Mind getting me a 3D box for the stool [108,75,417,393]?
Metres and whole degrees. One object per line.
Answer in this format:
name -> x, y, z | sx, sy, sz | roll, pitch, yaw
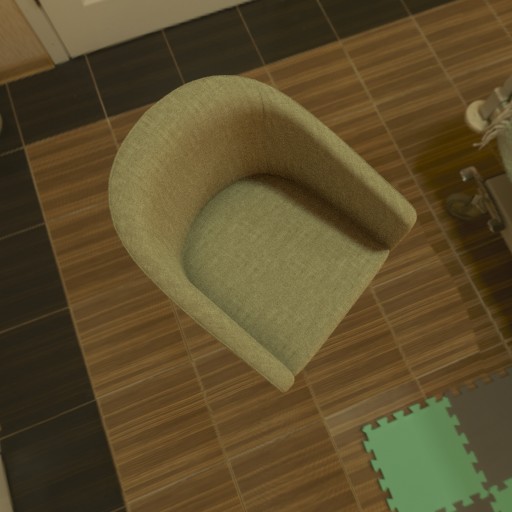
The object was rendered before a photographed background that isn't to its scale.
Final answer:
stool -> 0.000, 0.000, 1.385 | 0.635, 0.952, 0.559 | 38, 78, 10
